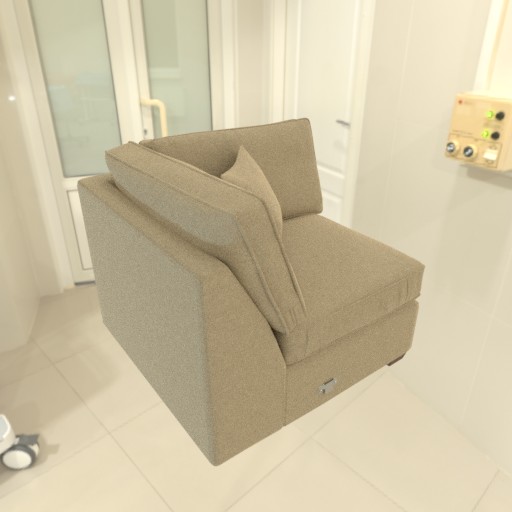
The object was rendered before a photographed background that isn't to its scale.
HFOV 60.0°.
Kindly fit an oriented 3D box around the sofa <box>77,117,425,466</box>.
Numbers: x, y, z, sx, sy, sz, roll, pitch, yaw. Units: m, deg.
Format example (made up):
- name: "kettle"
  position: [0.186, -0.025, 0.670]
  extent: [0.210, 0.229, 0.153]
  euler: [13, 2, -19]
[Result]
- name: "sofa"
  position: [0.000, 0.000, 1.973]
  extent: [1.146, 1.002, 1.084]
  euler: [-19, 33, -32]
